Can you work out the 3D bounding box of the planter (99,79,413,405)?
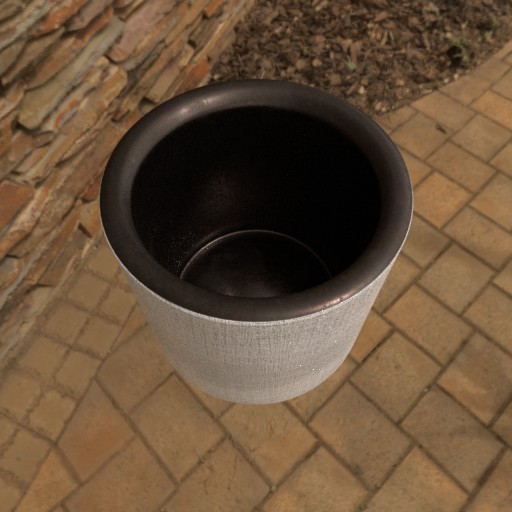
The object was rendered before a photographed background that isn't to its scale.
[{"bbox_3d":[0.000,0.000,0.289,0.160,0.156,0.160,0,59,0],"label":"planter"}]
